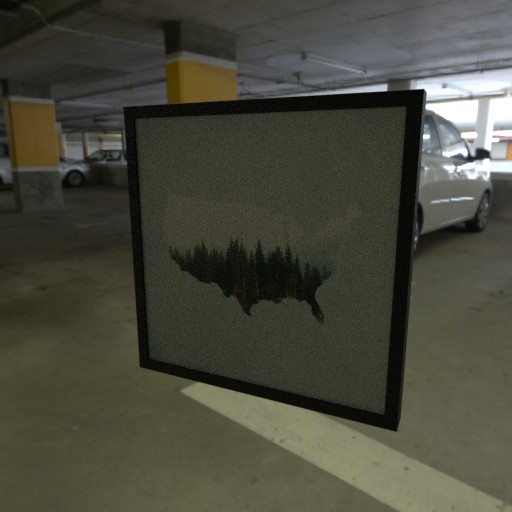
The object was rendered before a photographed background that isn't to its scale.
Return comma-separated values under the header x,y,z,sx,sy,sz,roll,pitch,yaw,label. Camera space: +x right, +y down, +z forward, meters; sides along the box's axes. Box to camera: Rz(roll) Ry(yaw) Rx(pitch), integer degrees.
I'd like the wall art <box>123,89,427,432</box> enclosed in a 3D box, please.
x,y,z,sx,sy,sz,roll,pitch,yaw,label
0.000,0.000,0.763,0.509,0.509,0.040,6,14,25,wall art
